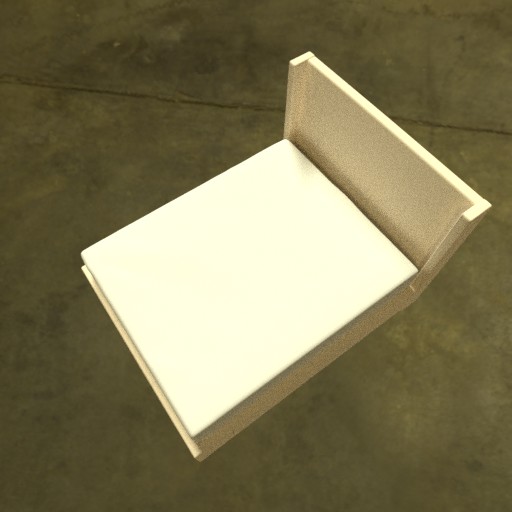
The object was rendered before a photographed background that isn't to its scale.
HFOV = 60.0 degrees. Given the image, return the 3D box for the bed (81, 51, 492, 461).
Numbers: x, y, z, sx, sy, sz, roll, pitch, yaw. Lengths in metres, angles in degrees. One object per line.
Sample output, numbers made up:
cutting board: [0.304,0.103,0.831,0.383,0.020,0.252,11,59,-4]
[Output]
bed: [0.000,0.000,3.352,2.280,1.471,1.765,-32,66,-16]
